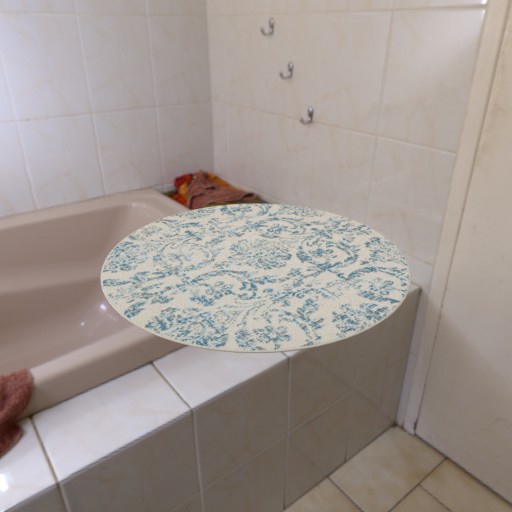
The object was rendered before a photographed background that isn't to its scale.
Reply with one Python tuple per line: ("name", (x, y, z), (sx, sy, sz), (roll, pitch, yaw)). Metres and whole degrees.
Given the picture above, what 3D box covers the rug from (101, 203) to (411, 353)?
("rug", (0.000, 0.000, 2.379), (1.593, 0.012, 1.593), (0, 27, 0))
